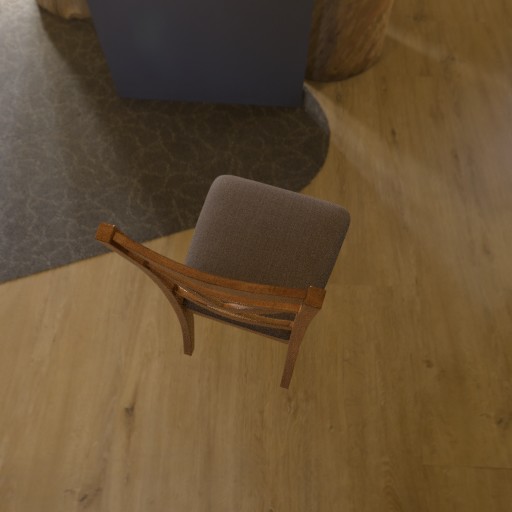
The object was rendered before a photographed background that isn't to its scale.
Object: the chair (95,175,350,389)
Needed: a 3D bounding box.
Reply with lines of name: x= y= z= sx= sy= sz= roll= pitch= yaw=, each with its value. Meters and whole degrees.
chair: x=0.000 y=0.000 z=1.277 sx=0.470 sy=0.949 sz=0.581 roll=17 pitch=65 yaw=8
